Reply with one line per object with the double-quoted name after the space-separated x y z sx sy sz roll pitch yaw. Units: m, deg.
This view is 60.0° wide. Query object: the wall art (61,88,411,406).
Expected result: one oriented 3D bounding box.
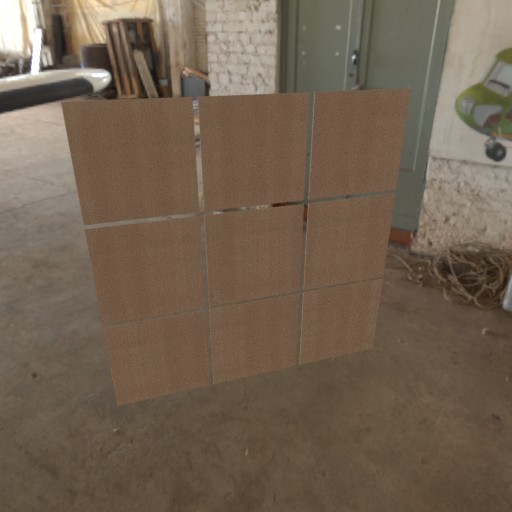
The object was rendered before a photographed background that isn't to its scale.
0.000 0.000 2.184 1.517 1.505 0.002 -8 28 -16 "wall art"
